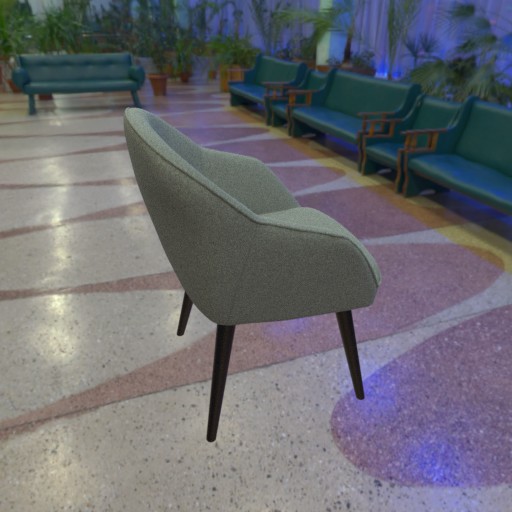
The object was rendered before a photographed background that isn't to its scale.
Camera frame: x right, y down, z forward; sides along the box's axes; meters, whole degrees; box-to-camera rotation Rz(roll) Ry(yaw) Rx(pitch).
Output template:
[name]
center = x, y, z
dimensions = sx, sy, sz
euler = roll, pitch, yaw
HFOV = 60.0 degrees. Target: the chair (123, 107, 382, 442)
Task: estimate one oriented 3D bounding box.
[chair]
center = 0.000, 0.000, 1.244
dimensions = 0.611, 0.810, 0.589
euler = -9, 31, -16
